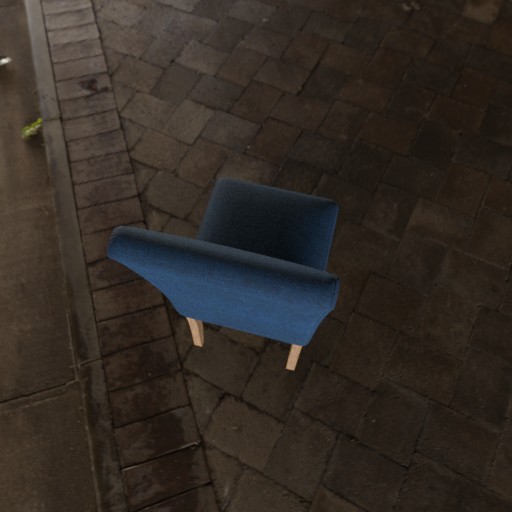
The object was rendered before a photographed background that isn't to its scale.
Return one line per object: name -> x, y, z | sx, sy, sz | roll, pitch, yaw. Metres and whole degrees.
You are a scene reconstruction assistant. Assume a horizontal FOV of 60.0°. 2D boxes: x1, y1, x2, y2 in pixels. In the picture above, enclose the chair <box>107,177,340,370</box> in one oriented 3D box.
chair -> 0.000, 0.000, 1.377 | 0.450, 1.029, 0.610 | 13, 65, 6
